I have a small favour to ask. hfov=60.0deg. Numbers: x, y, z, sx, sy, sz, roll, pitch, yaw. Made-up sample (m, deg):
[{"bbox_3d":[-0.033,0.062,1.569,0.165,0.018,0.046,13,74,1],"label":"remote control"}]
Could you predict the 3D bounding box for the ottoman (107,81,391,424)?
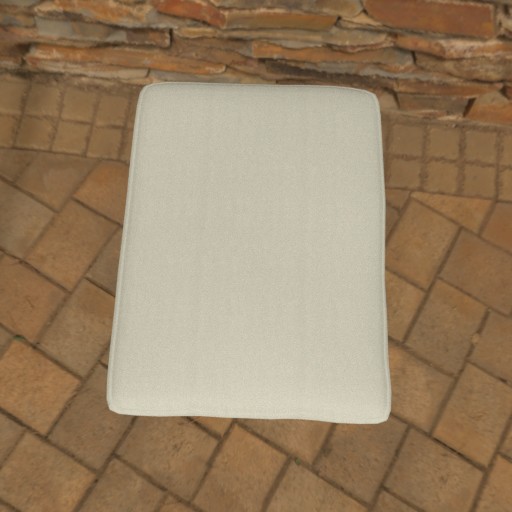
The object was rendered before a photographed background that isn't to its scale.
[{"bbox_3d":[0.000,0.000,1.223,0.634,0.496,0.818,2,76,0],"label":"ottoman"}]
